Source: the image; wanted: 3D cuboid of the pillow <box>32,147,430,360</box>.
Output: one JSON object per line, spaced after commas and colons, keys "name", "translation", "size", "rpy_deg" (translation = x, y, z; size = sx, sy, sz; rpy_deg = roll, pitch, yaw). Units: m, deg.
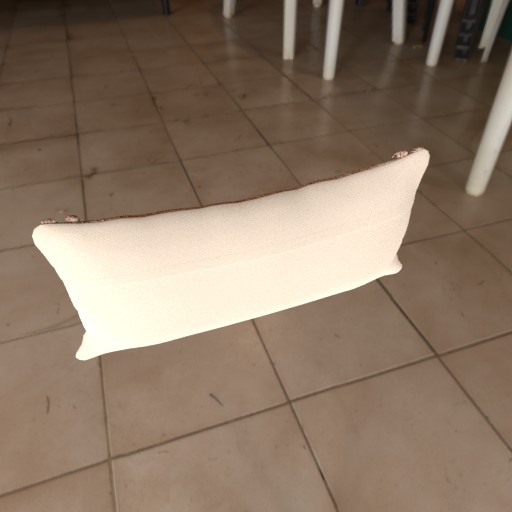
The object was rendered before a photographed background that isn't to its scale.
{"name": "pillow", "translation": [0.000, 0.000, 0.732], "size": [0.635, 0.282, 0.139], "rpy_deg": [-14, 43, -15]}
